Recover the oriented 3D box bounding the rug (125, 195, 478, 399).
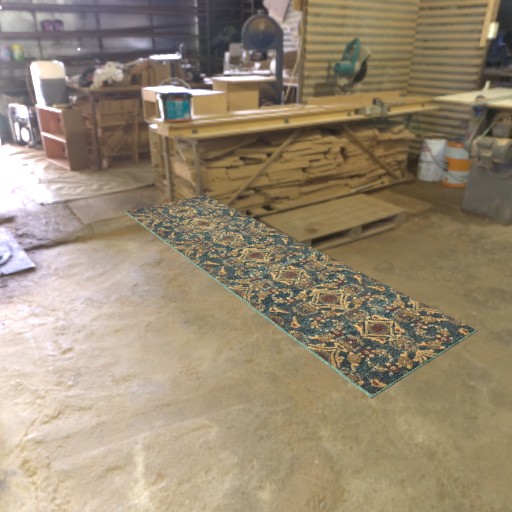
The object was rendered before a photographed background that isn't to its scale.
[{"bbox_3d":[0.000,0.000,2.546,0.685,0.014,2.292,-18,31,-32],"label":"rug"}]
